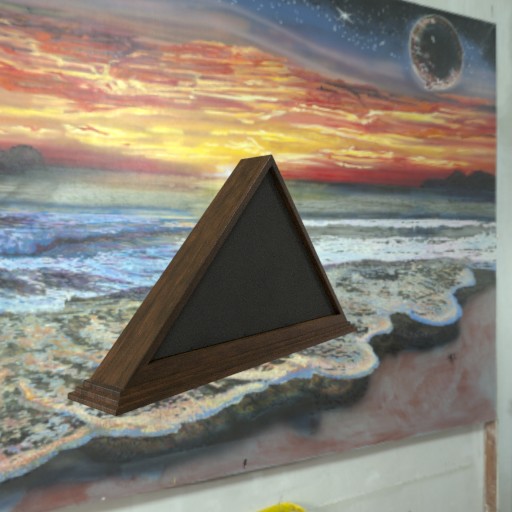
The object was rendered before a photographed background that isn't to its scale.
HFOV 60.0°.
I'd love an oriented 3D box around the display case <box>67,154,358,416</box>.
[{"bbox_3d":[0.000,0.000,0.763,0.095,0.340,0.640,1,1,36],"label":"display case"}]
